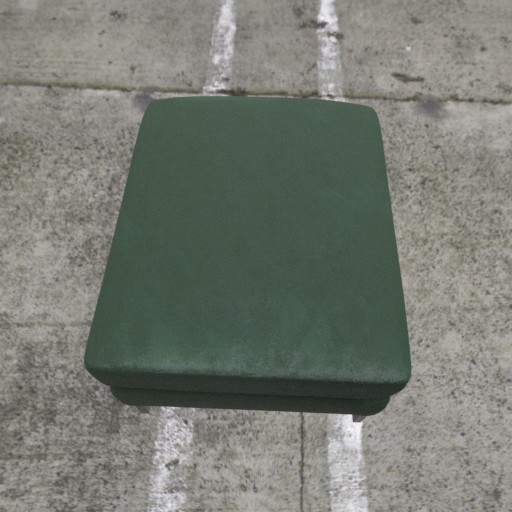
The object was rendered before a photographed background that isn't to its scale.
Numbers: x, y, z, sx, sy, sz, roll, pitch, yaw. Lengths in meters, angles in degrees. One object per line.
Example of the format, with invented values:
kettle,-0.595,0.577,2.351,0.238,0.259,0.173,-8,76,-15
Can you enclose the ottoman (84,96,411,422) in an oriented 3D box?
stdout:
ottoman,0.000,0.000,1.296,0.701,0.538,0.839,2,59,1
